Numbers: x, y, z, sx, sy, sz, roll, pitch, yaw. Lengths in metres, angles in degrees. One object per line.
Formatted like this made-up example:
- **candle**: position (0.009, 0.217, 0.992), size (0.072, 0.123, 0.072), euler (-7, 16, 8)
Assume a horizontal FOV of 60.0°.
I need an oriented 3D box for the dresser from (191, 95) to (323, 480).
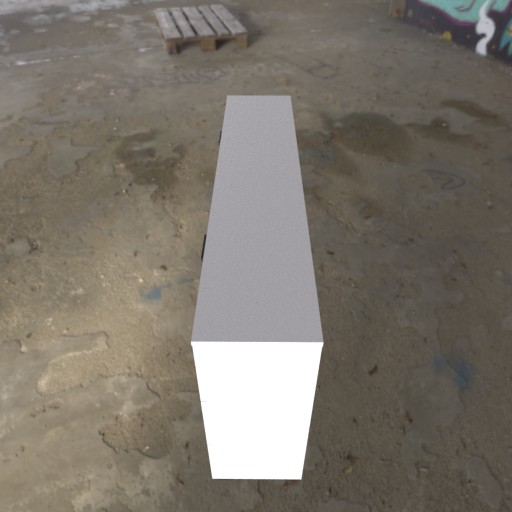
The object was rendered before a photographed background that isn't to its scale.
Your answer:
- **dresser**: position (0.000, 0.000, 1.896), size (0.333, 0.790, 1.535), euler (0, 41, 0)
